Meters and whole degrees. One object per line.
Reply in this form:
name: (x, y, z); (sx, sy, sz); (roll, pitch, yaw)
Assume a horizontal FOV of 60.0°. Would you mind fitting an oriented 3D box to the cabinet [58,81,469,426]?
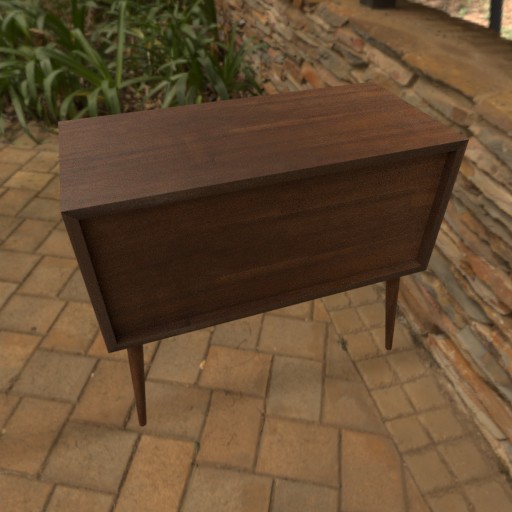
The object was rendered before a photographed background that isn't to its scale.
cabinet: (0.000, 0.000, 1.094); (0.743, 0.654, 0.354); (-13, 41, -15)
